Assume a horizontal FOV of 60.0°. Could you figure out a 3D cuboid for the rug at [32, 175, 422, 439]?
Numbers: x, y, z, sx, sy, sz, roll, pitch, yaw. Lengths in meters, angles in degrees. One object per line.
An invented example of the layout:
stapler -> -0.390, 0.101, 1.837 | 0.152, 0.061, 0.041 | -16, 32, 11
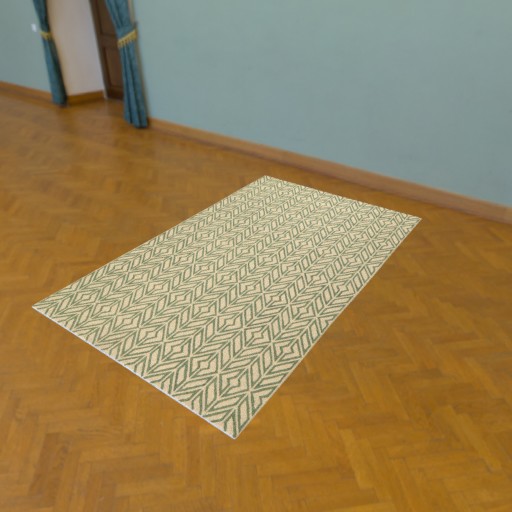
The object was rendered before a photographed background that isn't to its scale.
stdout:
rug -> 0.000, 0.000, 3.077 | 1.517, 0.011, 2.435 | 21, 38, 29
